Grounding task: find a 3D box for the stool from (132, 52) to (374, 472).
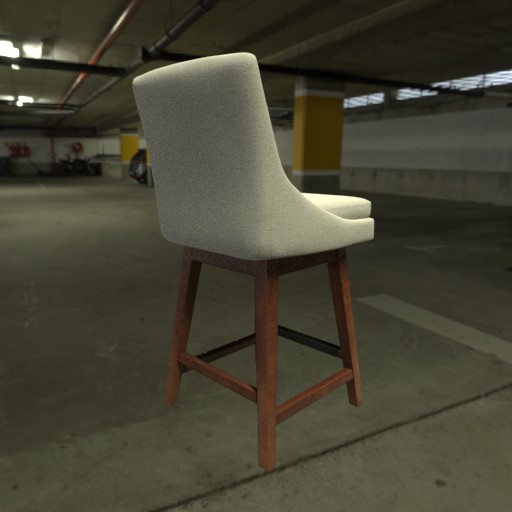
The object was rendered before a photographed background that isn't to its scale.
[{"bbox_3d":[0.000,0.000,1.309,0.469,0.991,0.559,12,17,44],"label":"stool"}]
